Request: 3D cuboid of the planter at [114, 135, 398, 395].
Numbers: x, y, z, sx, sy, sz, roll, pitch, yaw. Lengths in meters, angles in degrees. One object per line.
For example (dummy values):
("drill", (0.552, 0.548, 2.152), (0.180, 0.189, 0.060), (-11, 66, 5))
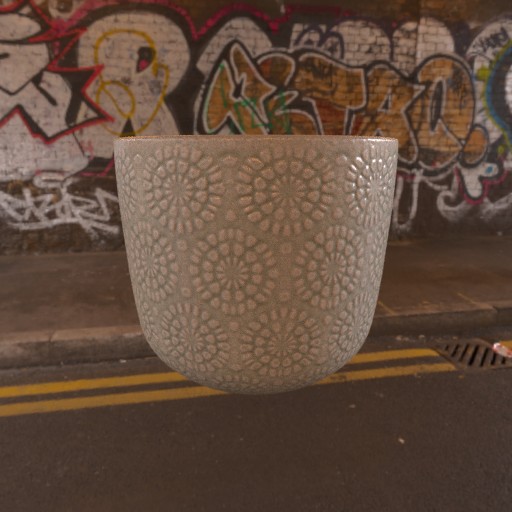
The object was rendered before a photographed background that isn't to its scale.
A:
("planter", (0.000, 0.000, 0.214), (0.124, 0.109, 0.124), (0, 13, 0))
